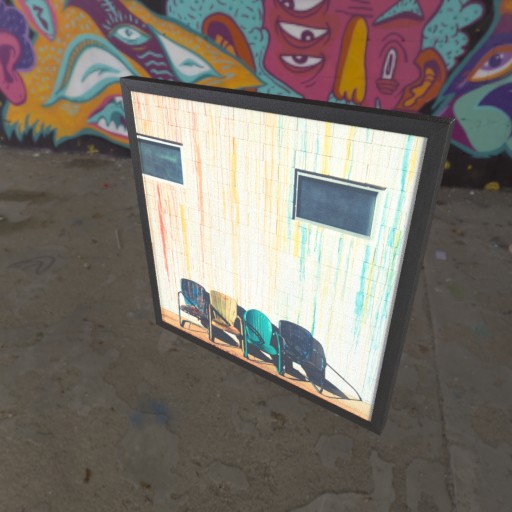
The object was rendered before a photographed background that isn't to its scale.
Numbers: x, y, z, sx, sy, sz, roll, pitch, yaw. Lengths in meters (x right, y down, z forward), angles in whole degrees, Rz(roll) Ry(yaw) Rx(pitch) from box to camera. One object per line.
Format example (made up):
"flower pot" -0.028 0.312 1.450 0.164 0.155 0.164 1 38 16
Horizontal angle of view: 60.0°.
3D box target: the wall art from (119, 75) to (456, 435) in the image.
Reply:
"wall art" 0.000 0.000 1.091 0.763 0.763 0.039 19 36 28
